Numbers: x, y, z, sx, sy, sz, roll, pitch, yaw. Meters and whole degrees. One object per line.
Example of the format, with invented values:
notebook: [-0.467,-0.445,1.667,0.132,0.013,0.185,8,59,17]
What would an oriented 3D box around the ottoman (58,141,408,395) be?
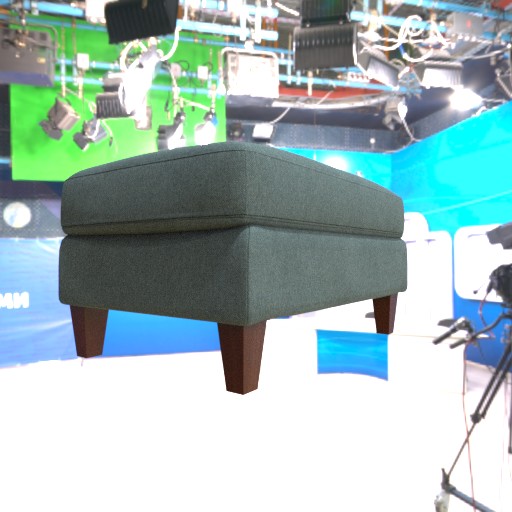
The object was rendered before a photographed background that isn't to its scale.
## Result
ottoman: [0.000,0.000,1.230,0.584,0.483,0.864,0,0,36]
